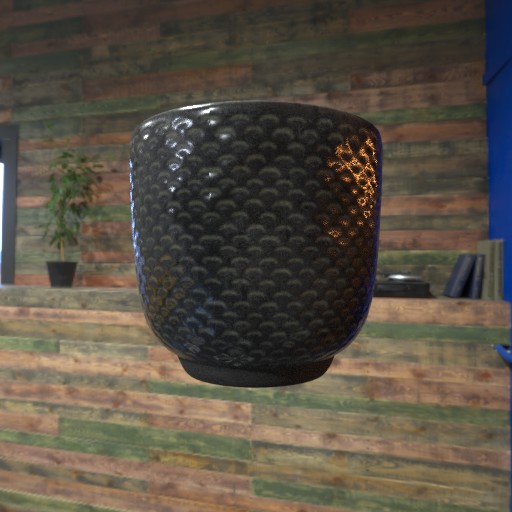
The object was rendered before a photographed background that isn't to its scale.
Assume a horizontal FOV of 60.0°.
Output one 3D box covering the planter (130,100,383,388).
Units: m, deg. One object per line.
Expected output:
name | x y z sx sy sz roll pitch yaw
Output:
planter | 0.000 0.000 0.253 0.140 0.129 0.140 0 -1 0
